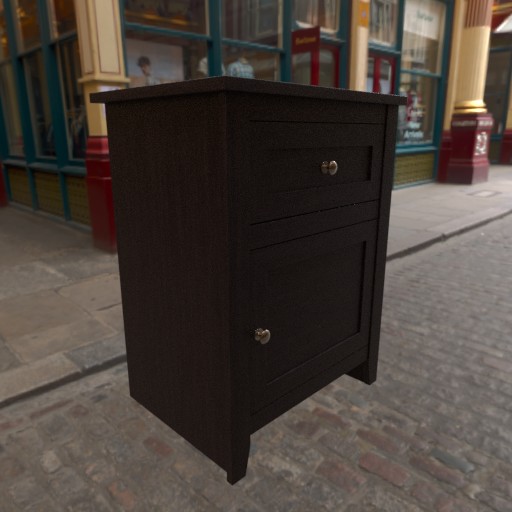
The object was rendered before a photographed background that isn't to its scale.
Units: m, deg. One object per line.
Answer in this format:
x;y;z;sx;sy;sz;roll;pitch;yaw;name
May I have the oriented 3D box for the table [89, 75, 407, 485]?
0.000;0.000;0.927;0.381;0.635;0.480;15;22;43;table
